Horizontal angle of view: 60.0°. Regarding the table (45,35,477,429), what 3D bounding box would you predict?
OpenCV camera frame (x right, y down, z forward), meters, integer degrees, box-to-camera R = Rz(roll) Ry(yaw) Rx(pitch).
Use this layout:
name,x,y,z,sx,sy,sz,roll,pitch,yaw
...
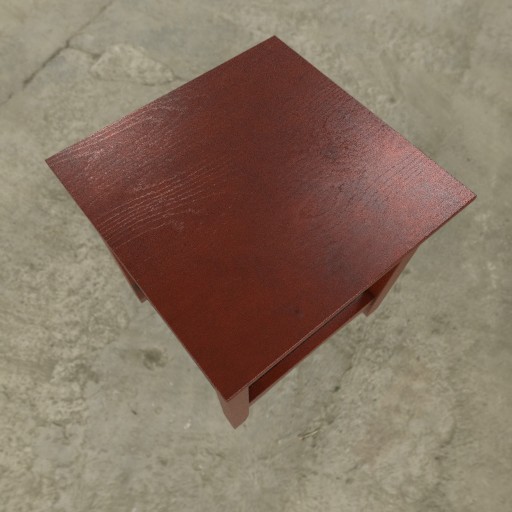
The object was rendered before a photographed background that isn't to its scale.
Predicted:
name,x,y,z,sx,sy,sz,roll,pitch,yaw
table,0.000,0.000,0.968,0.523,0.558,0.522,-33,67,-16
